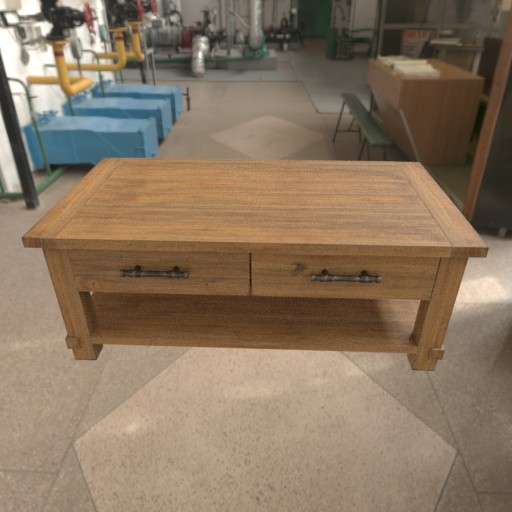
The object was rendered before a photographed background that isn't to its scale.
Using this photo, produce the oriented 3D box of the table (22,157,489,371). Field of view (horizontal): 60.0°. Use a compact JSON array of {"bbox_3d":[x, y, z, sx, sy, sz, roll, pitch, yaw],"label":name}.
[{"bbox_3d":[0.000,0.000,1.614,1.270,0.494,0.693,1,31,2],"label":"table"}]
